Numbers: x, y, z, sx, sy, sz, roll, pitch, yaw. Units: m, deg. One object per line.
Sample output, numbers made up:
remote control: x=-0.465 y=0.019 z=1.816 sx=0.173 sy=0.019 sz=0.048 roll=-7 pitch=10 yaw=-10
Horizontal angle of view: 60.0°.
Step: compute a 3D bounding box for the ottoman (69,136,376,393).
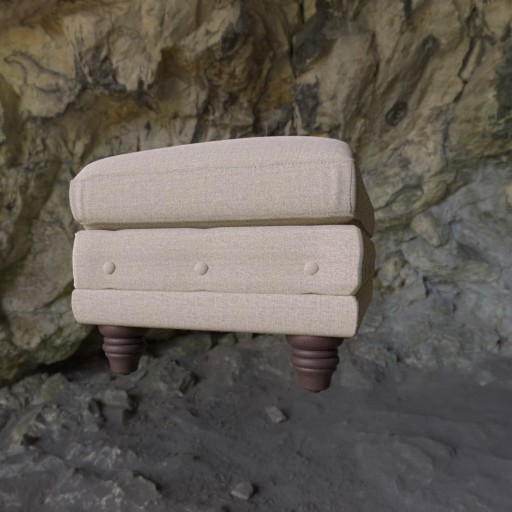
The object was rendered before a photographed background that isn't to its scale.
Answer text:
ottoman: x=0.000 y=0.000 z=1.055 sx=0.541 sy=0.463 sz=0.684 roll=0 pitch=0 yaw=17
